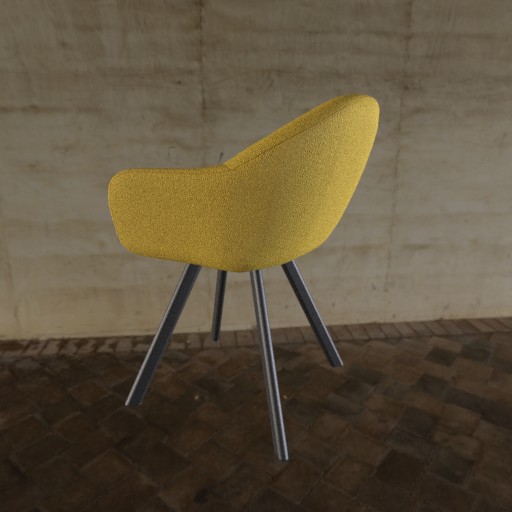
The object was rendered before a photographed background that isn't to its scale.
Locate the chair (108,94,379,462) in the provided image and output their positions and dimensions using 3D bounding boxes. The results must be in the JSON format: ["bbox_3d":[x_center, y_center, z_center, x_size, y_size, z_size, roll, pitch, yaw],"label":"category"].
[{"bbox_3d":[0.000,0.000,1.153,0.565,0.775,0.545,7,17,25],"label":"chair"}]
